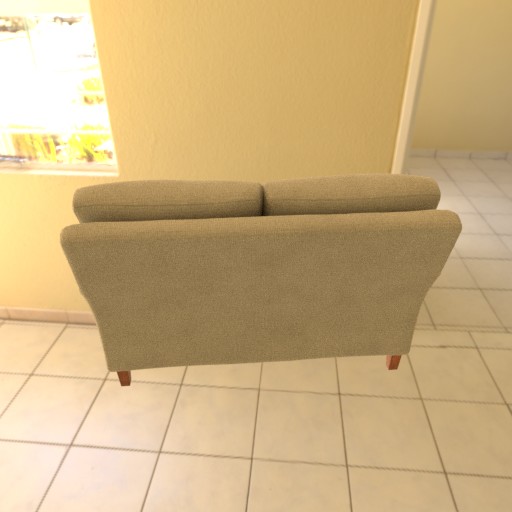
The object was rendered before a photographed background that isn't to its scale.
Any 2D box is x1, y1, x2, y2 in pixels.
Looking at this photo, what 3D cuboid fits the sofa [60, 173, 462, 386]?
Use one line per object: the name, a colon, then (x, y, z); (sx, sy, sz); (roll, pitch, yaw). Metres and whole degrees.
sofa: (0.000, 0.000, 2.194); (1.480, 0.999, 1.087); (-2, 30, -4)
